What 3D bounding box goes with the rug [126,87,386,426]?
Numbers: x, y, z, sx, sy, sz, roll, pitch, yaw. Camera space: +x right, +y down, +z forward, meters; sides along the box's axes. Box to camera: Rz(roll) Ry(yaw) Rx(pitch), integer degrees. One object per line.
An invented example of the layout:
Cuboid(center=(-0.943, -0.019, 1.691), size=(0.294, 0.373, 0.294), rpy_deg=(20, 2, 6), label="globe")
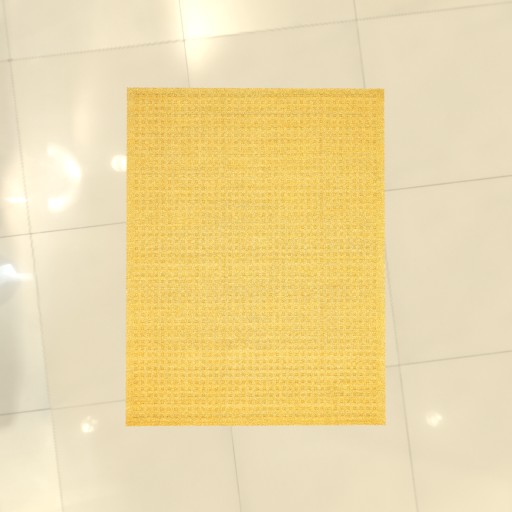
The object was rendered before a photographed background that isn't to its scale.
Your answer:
Cuboid(center=(0.000, 0.000, 4.264), size=(2.486, 0.015, 3.242), rpy_deg=(0, 89, -1), label="rug")
